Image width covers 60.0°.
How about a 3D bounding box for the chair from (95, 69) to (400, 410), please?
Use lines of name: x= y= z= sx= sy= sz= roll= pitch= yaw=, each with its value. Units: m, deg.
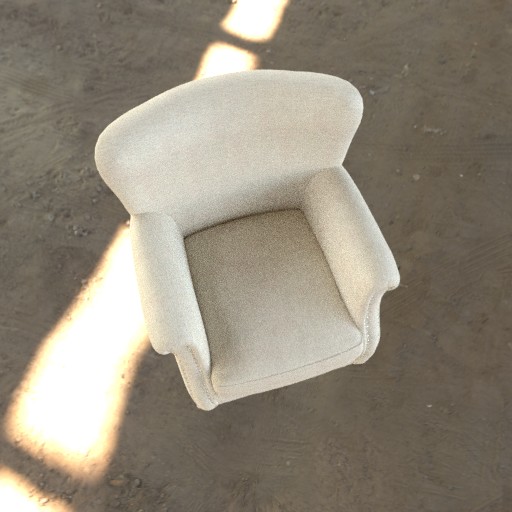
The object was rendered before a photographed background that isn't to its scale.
chair: x=0.000 y=0.000 z=1.642 sx=0.861 sy=0.936 sz=0.921 roll=-15 pitch=65 yaw=-7
